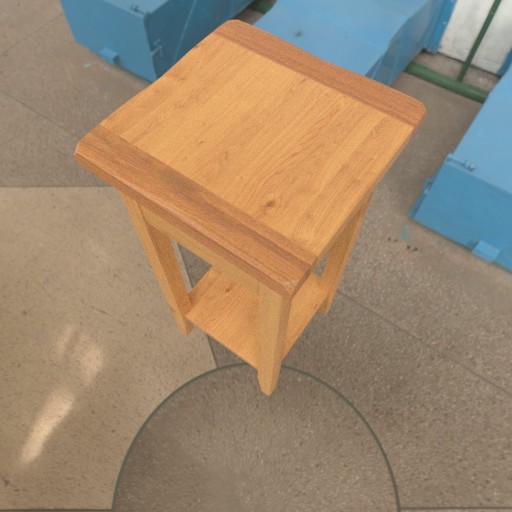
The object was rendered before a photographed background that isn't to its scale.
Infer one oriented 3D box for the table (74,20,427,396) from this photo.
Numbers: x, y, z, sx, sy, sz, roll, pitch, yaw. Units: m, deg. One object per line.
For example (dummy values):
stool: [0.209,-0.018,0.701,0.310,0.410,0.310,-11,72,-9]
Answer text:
table: [0.000,0.000,0.939,0.360,0.740,0.360,32,66,17]
